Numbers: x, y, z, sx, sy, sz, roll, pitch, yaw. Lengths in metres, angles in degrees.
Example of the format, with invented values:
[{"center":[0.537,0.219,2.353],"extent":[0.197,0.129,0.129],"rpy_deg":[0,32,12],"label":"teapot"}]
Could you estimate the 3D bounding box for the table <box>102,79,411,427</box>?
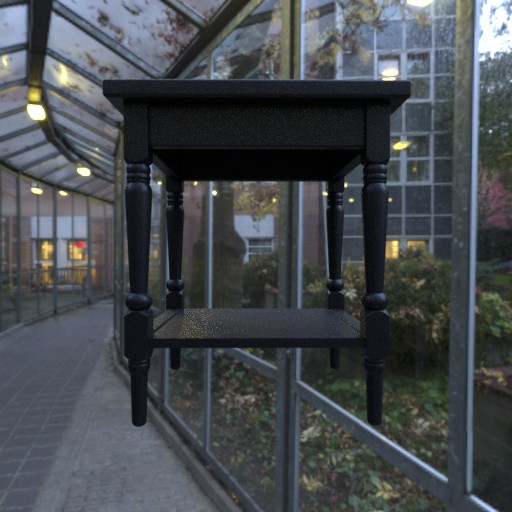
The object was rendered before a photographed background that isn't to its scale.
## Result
[{"center":[0.000,0.000,0.922],"extent":[0.488,0.565,0.442],"rpy_deg":[0,1,-1],"label":"table"}]
